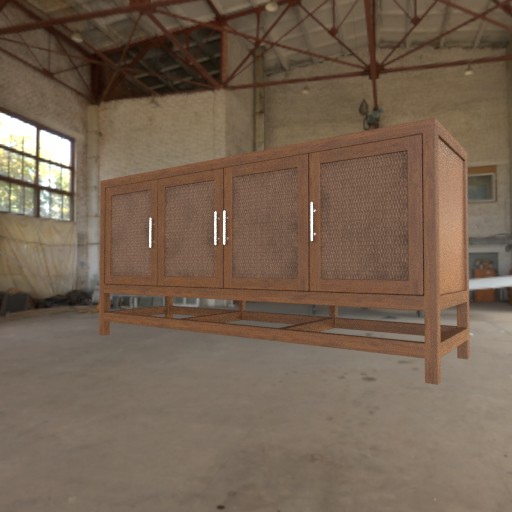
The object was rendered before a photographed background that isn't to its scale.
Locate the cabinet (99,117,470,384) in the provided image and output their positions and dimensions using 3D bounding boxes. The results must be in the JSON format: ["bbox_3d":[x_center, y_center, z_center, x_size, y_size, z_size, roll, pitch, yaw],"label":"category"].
[{"bbox_3d":[0.000,0.000,2.050,1.708,0.820,0.522,-1,-2,36],"label":"cabinet"}]
